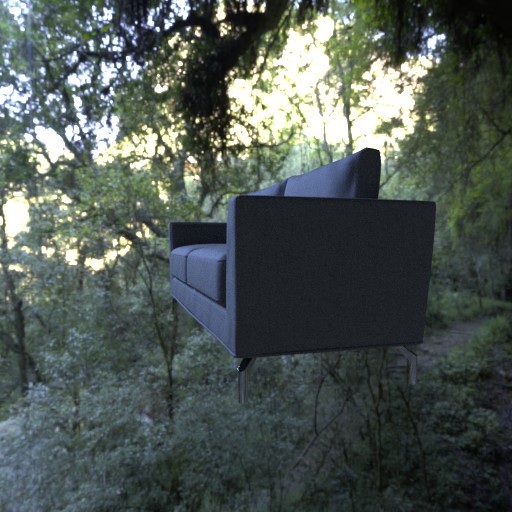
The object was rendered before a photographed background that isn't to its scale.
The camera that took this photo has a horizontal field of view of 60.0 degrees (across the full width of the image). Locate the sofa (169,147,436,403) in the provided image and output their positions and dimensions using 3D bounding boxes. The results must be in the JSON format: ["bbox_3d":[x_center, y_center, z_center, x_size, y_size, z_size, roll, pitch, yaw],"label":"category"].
[{"bbox_3d":[0.000,0.000,2.719,0.869,1.002,2.212,0,2,-17],"label":"sofa"}]
